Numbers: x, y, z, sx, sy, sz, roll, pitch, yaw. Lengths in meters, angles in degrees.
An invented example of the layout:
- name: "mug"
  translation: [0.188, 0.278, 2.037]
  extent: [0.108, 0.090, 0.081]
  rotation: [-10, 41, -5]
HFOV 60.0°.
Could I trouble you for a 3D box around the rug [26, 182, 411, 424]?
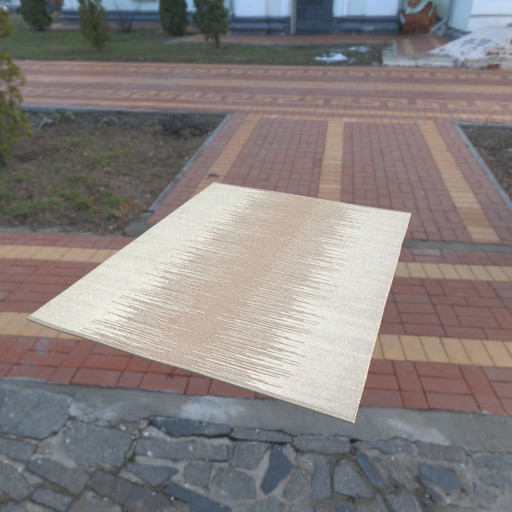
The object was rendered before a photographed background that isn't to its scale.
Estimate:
- name: "rug"
  translation: [0.000, 0.000, 4.080]
  extent: [2.438, 0.013, 3.048]
  rotation: [12, 32, 19]
